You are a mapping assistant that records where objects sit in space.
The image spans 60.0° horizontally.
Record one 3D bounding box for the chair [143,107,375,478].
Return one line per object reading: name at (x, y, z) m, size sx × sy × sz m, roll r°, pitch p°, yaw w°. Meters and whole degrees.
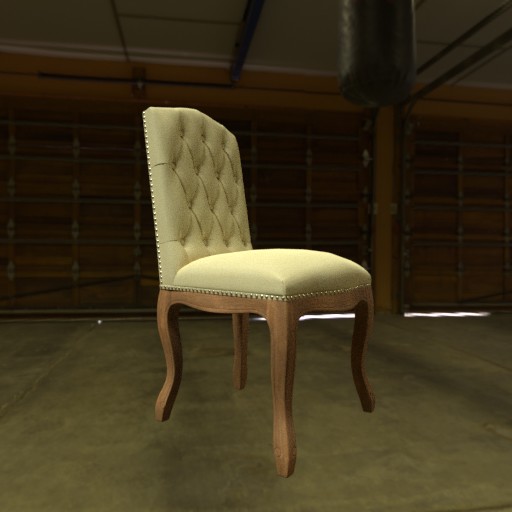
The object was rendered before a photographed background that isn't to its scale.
chair at (0.000, 0.000, 1.603) m, size 0.715 × 1.165 × 0.623 m, roll 0°, pitch 1°, yaw 36°
